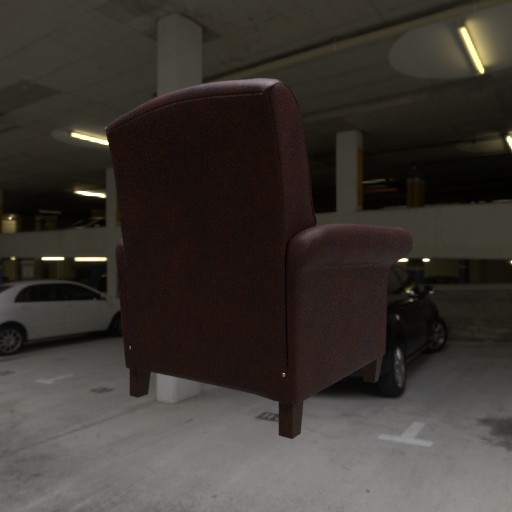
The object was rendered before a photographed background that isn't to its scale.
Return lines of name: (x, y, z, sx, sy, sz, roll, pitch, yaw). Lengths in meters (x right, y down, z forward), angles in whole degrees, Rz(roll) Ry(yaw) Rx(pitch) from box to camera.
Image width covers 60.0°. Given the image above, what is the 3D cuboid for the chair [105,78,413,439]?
chair: (0.000, 0.000, 1.755, 0.978, 1.061, 0.902, 0, 0, 35)
